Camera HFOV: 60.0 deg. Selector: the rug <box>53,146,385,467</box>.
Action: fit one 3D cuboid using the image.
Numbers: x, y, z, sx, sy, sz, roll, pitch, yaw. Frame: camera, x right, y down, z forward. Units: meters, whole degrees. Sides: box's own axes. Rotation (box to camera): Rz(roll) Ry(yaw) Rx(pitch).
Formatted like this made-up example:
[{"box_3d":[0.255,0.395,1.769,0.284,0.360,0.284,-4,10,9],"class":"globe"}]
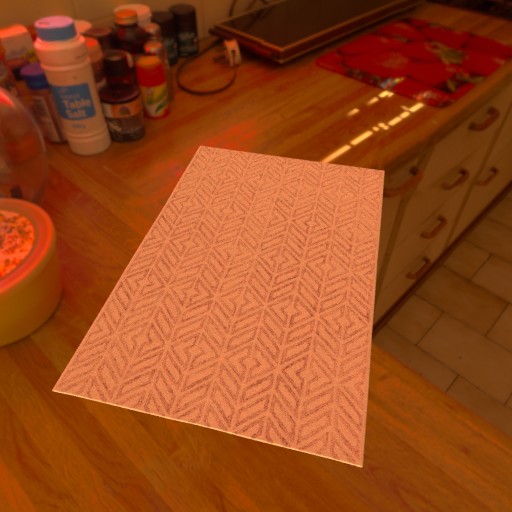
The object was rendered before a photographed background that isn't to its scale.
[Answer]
[{"box_3d":[0.000,0.000,2.276,1.220,0.007,1.828,10,47,9],"class":"rug"}]
